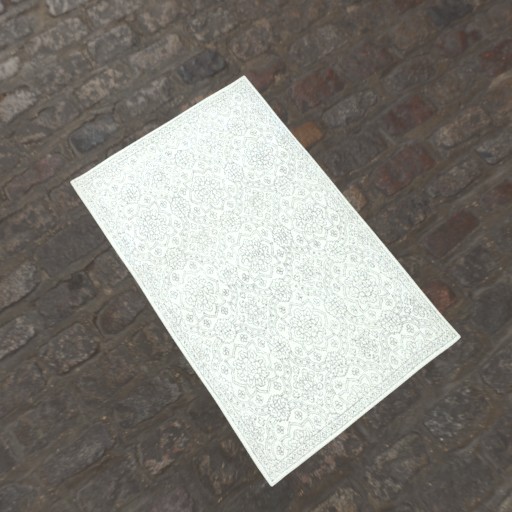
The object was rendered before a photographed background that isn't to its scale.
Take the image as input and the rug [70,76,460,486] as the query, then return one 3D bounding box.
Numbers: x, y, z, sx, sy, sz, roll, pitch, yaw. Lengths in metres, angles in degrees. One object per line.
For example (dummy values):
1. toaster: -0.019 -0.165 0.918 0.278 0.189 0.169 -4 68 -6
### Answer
1. rug: 0.000 0.000 3.006 1.518 0.023 2.434 -35 78 -9
